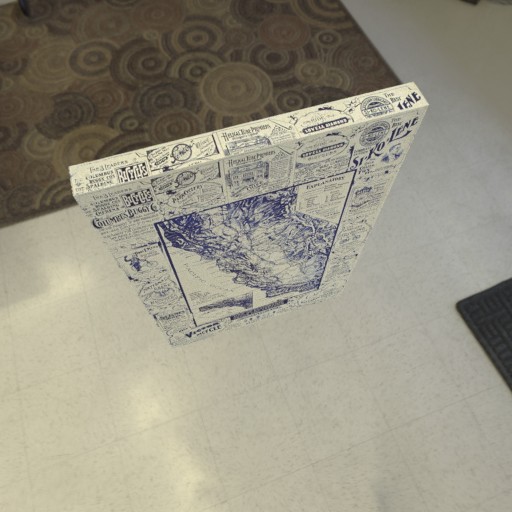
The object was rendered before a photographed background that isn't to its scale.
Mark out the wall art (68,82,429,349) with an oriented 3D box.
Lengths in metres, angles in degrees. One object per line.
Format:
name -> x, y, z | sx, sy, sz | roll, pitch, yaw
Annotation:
wall art -> 0.000, 0.000, 0.759 | 0.408, 0.601, 0.040 | -16, 64, -8
